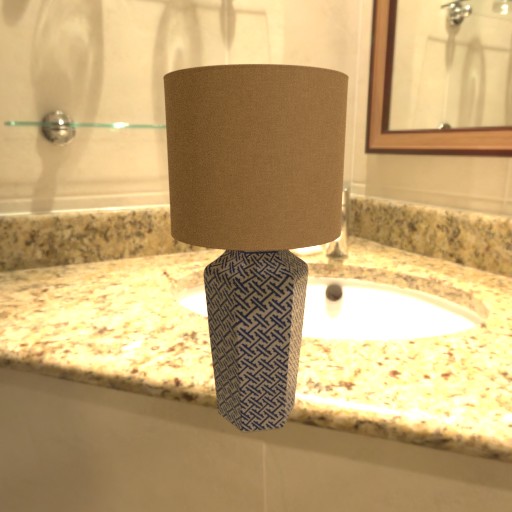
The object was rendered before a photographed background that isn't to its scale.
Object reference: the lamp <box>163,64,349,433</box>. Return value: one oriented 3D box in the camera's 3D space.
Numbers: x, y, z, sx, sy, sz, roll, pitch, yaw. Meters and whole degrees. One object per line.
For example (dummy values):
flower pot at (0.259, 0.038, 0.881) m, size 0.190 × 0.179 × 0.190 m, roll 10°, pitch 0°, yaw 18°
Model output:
lamp at (0.000, 0.000, 0.860) m, size 0.320 × 0.682 × 0.320 m, roll 7°, pitch 16°, yaw 25°
